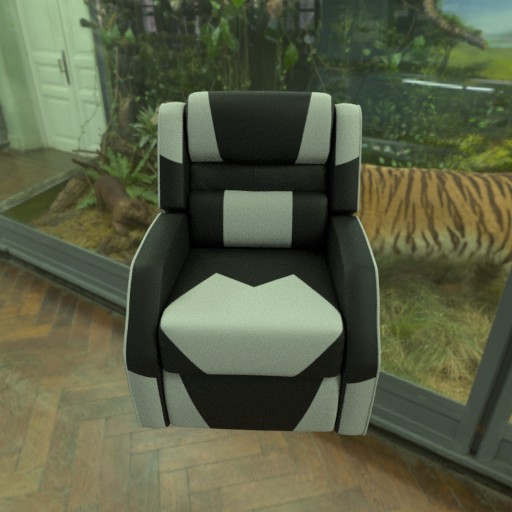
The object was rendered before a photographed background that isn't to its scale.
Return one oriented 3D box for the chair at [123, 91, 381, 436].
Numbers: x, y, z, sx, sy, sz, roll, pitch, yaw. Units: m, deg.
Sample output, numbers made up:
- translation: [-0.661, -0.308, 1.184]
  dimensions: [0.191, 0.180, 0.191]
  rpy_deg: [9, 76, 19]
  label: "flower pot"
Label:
- translation: [0.000, 0.000, 1.274]
  dimensions: [0.620, 0.805, 0.672]
  rpy_deg: [1, 30, 2]
  label: "chair"
